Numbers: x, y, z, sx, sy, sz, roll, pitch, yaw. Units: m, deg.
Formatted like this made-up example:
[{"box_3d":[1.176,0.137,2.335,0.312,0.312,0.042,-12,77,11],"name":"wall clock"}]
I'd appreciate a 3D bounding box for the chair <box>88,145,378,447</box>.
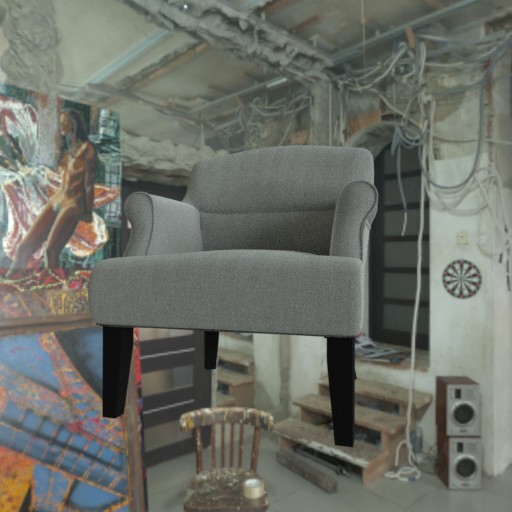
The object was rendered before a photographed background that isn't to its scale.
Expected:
[{"box_3d":[0.000,0.000,1.431,0.772,0.880,0.755,0,-1,17],"name":"chair"}]
